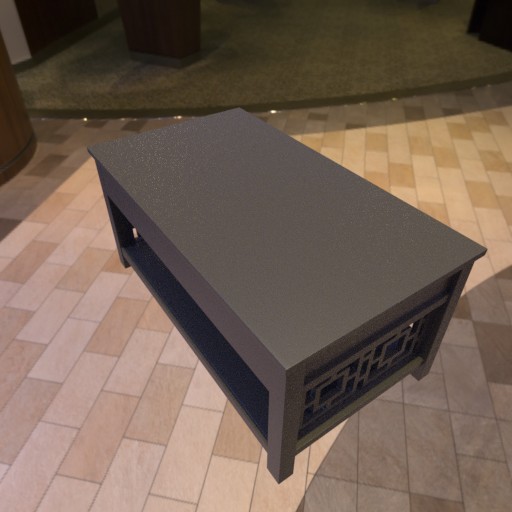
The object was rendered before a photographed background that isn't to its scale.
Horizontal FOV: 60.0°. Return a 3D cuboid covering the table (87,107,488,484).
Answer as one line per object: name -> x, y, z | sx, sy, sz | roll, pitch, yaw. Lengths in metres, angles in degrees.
table -> 0.000, 0.000, 1.407 | 0.612, 0.493, 1.068 | -24, 45, -26
